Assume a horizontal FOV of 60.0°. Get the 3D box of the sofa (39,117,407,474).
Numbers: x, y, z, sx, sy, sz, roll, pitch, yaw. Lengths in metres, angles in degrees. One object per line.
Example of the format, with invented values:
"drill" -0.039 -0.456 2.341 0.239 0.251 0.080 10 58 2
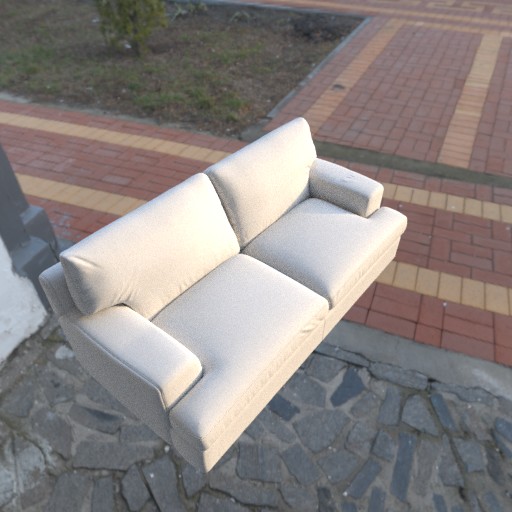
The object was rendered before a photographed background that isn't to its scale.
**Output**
"sofa" 0.000 0.000 2.823 1.143 0.940 2.261 28 48 28
